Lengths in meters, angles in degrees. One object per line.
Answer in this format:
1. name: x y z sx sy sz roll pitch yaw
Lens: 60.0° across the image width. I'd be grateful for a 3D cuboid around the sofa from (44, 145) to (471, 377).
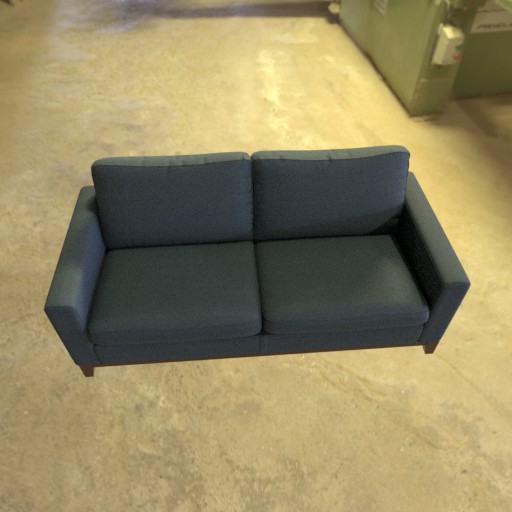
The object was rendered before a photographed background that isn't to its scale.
1. sofa: 0.000 0.000 2.334 1.900 0.865 0.877 -3 47 -3
